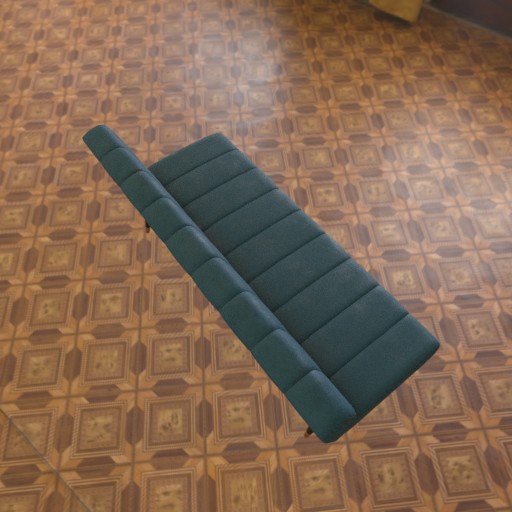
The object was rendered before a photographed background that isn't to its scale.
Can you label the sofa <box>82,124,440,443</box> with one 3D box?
[{"bbox_3d":[0.000,0.000,2.283,0.830,0.825,1.810,-33,63,-19],"label":"sofa"}]
